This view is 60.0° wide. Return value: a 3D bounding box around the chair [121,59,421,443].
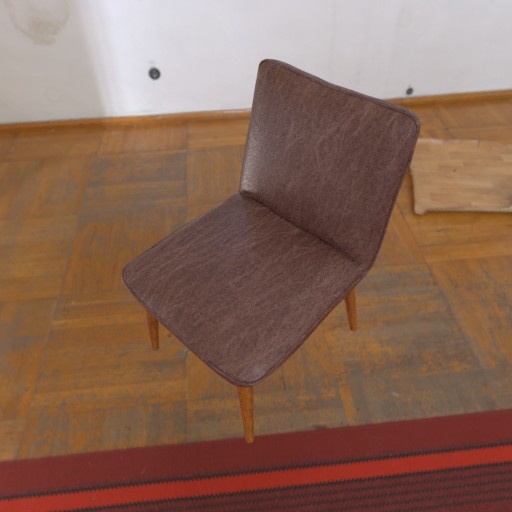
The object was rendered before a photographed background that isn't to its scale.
[{"bbox_3d":[0.000,0.000,1.227,0.543,0.803,0.645,30,53,26],"label":"chair"}]
